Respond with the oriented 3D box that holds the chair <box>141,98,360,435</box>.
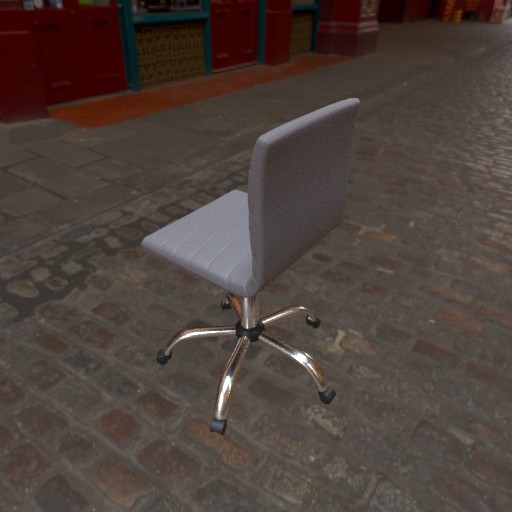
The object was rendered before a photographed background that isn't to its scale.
[{"bbox_3d":[0.000,0.000,1.166,0.530,0.780,0.556,21,37,29],"label":"chair"}]
